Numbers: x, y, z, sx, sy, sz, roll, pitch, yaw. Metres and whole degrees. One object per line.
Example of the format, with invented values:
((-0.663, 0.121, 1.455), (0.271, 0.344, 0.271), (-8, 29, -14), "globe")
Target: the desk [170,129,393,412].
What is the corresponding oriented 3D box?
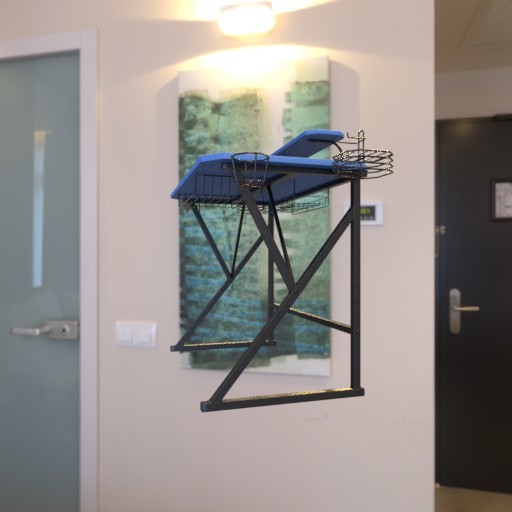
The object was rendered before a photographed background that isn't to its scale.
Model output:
((0.000, 0.000, 1.791), (0.594, 0.909, 1.295), (0, 0, -17), "desk")
